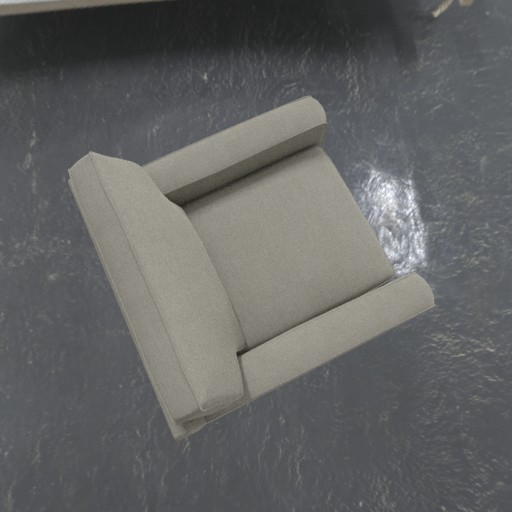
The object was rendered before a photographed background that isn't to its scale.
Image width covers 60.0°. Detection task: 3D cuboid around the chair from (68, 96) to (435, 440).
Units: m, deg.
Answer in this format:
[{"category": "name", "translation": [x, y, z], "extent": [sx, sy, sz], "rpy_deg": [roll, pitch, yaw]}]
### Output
[{"category": "chair", "translation": [0.000, 0.000, 1.811], "extent": [1.044, 0.934, 0.999], "rpy_deg": [-25, 77, -6]}]
